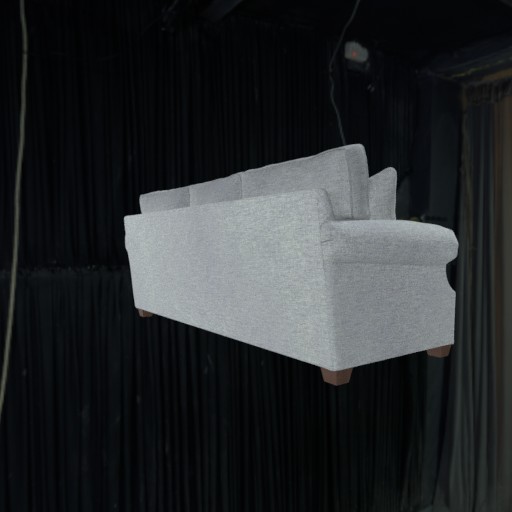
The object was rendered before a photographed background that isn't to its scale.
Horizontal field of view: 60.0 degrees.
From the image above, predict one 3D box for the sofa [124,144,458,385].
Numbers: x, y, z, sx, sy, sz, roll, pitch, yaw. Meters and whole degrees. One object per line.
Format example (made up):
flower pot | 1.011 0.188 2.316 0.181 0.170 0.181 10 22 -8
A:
sofa | 0.000 0.000 2.818 0.965 0.975 2.312 -1 2 -36
